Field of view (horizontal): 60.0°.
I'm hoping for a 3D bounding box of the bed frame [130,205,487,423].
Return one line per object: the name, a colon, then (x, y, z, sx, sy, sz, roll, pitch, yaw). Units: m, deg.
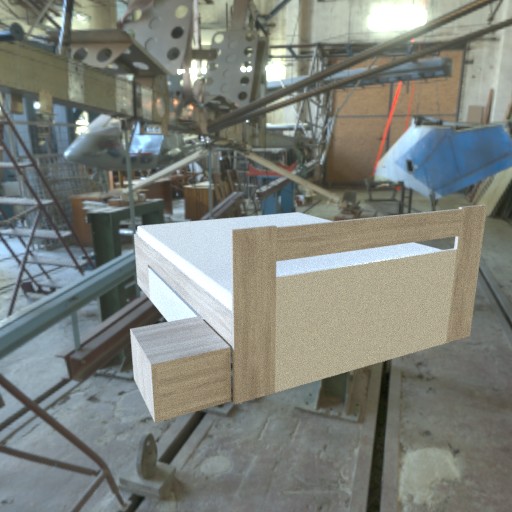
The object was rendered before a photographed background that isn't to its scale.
bed frame: (0.000, 0.000, 3.177, 2.040, 0.860, 2.050, -7, 16, -26)
